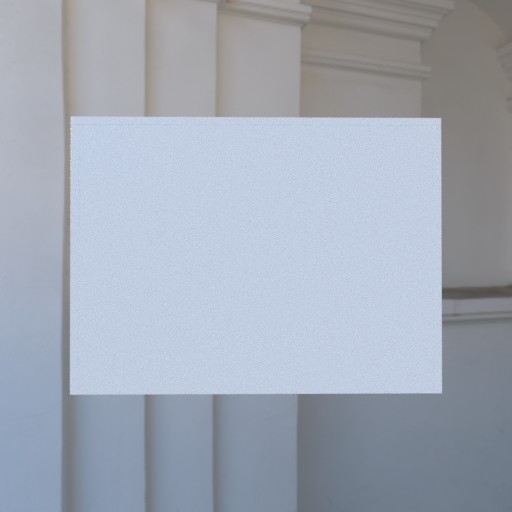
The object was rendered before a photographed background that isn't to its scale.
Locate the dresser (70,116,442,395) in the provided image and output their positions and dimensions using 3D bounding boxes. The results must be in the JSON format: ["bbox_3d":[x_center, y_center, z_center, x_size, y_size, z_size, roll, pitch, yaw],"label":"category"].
[{"bbox_3d":[0.000,0.000,1.542,1.100,0.820,0.460,0,0,-1],"label":"dresser"}]
